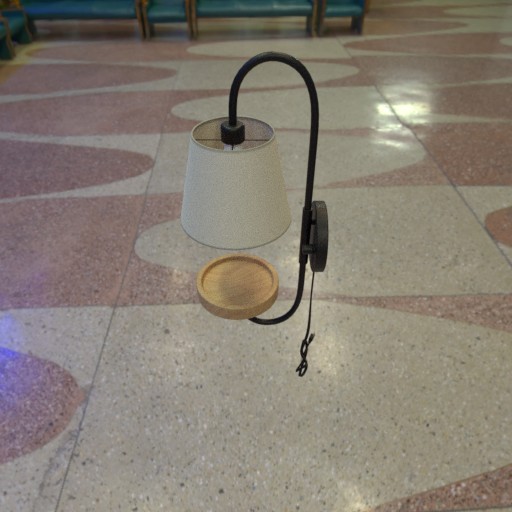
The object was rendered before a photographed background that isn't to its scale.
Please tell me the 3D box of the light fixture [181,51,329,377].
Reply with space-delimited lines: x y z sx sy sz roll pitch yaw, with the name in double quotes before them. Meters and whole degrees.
"light fixture" 0.000 0.000 0.948 0.299 0.821 0.220 0 39 0
